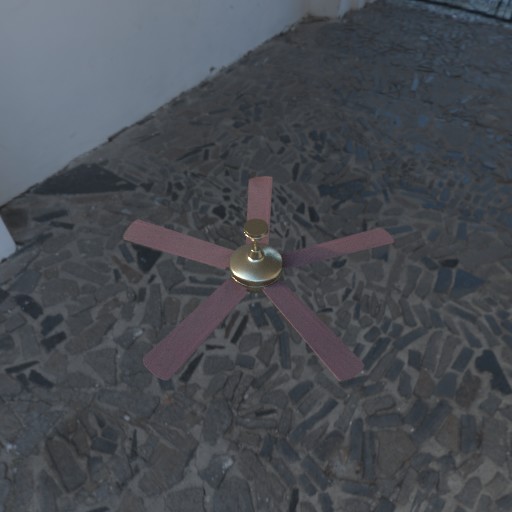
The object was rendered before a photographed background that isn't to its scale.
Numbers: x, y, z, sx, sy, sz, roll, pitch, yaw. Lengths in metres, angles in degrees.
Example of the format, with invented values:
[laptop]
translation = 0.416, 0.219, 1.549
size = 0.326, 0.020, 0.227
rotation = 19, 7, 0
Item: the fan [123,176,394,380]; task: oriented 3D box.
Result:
[fan]
translation = 0.000, 0.000, 2.006
size = 1.321, 0.356, 1.321
rotation = -34, 55, -28
